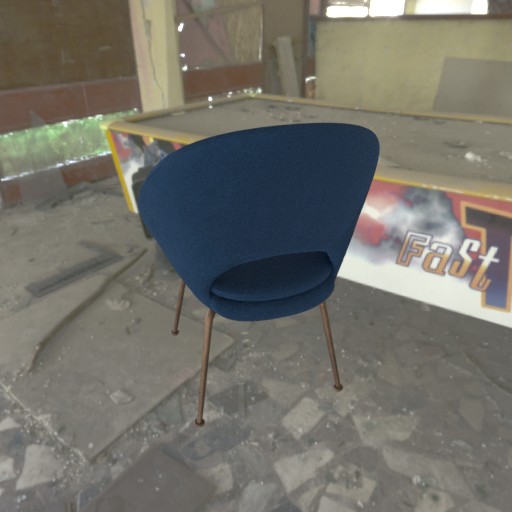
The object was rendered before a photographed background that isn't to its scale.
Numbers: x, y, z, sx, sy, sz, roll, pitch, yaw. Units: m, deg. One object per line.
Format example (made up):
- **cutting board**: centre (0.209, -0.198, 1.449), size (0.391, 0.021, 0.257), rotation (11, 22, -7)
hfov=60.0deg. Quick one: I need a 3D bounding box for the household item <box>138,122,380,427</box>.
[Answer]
- **household item**: centre (0.000, 0.000, 1.301), size (0.623, 0.852, 0.573), rotation (-9, 29, -16)
